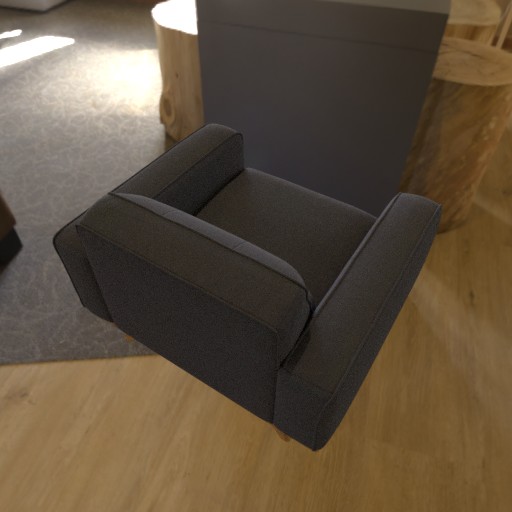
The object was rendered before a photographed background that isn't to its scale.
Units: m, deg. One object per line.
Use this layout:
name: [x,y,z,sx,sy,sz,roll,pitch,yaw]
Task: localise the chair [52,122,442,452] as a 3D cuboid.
chair: [0.000,0.000,1.719,1.118,0.783,0.953,25,52,22]
